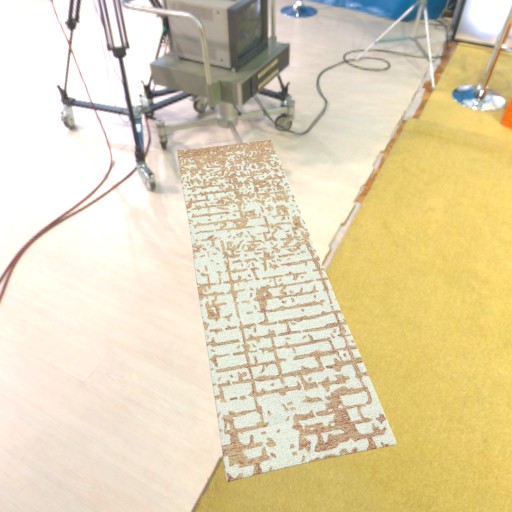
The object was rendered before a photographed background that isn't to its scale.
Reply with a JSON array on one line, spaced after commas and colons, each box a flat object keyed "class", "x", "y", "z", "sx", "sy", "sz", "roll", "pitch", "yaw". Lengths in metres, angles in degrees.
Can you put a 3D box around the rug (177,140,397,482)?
[{"class": "rug", "x": 0.000, "y": 0.000, "z": 2.684, "sx": 0.750, "sy": 0.011, "sz": 2.435, "roll": -9, "pitch": 48, "yaw": -8}]
